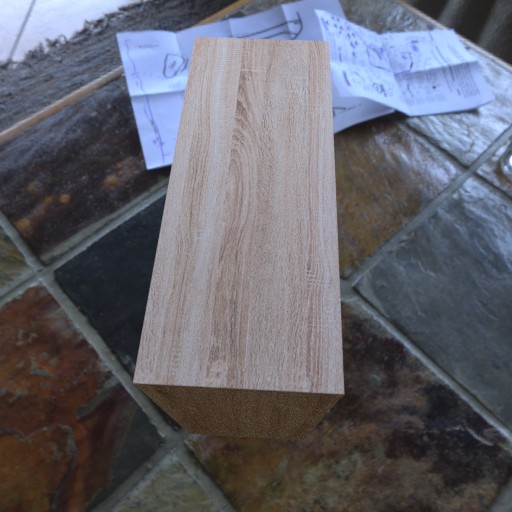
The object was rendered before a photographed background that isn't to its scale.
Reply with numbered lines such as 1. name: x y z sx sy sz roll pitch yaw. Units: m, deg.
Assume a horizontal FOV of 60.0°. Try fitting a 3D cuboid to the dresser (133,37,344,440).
1. dresser: 0.000 0.000 1.560 0.450 0.900 1.100 3 62 1
